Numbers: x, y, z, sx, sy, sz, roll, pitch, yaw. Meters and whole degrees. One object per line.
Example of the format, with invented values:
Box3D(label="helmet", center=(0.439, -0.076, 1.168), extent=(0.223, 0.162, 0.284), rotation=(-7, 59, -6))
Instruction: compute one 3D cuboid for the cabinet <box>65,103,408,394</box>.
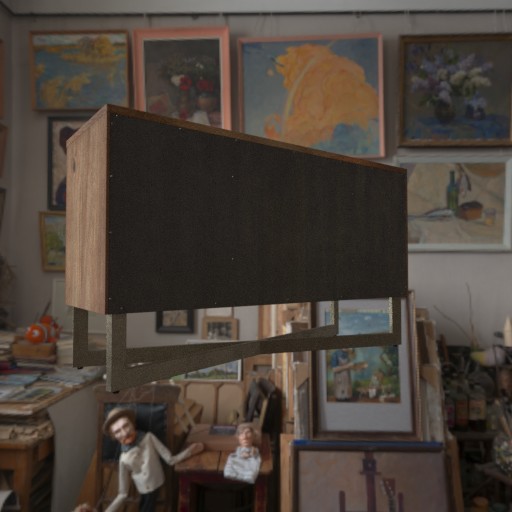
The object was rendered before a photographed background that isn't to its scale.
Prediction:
Box3D(label="cabinet", center=(0.000, 0.000, 1.813), extent=(1.373, 0.812, 0.480), rotation=(1, -2, -36))
